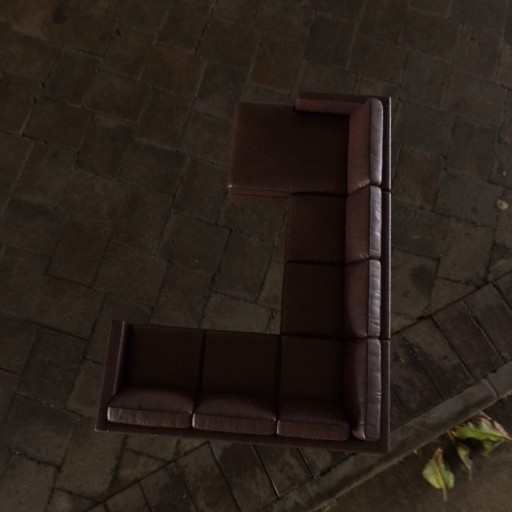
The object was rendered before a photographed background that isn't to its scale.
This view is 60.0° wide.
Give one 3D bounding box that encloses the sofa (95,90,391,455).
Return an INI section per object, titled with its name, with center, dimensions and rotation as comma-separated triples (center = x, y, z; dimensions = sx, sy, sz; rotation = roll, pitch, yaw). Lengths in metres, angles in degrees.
[sofa]
center = 0.000, 0.000, 4.317
dimensions = 2.452, 0.891, 3.324
rotation = 4, 77, 1
